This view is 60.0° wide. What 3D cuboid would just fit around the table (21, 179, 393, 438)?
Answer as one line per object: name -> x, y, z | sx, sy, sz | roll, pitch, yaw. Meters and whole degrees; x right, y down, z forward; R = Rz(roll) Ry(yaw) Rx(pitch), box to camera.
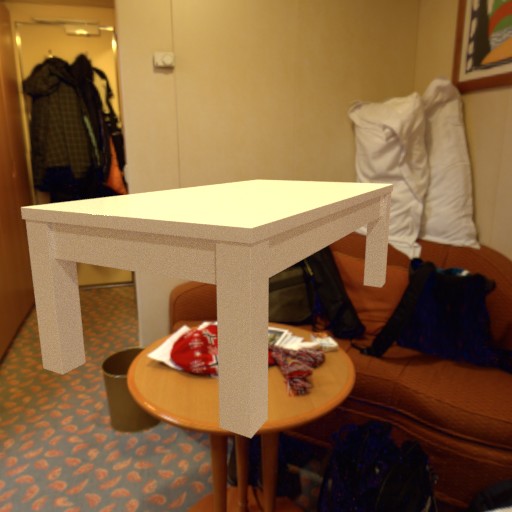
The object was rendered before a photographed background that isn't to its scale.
table -> 0.000, 0.000, 1.653 | 0.700, 0.470, 1.350 | 7, 15, 27
